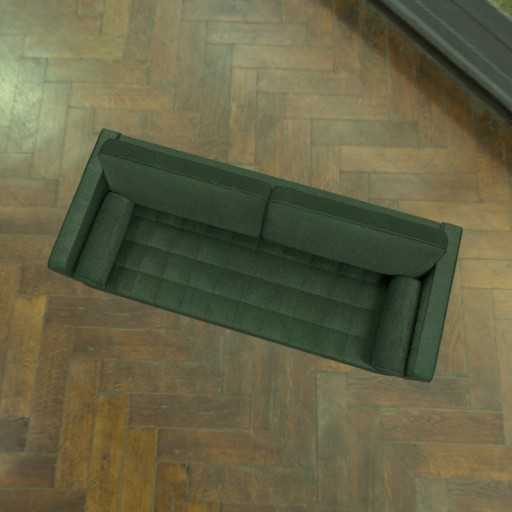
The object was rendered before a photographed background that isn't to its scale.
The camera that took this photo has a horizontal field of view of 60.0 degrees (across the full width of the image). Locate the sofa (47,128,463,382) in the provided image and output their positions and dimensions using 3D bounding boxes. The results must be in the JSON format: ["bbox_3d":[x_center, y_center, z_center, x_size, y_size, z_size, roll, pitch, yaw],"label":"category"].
[{"bbox_3d":[0.000,0.000,2.663,2.199,0.769,0.918,16,78,4],"label":"sofa"}]
